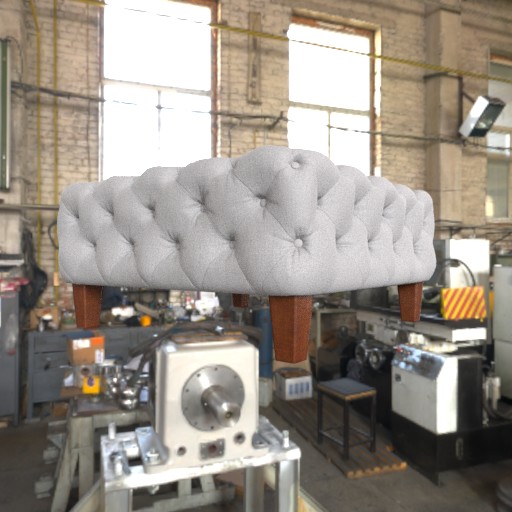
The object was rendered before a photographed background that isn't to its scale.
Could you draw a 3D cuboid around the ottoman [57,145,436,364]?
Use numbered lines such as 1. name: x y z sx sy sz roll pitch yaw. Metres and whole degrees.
1. ottoman: 0.000 0.000 1.189 0.758 0.365 0.764 0 -1 37
